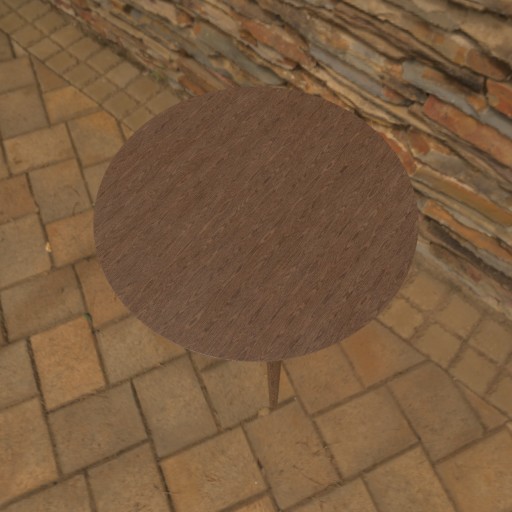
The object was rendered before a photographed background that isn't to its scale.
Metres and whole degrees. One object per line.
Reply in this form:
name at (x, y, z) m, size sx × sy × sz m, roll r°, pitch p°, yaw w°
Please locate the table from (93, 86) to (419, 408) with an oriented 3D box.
table at (0.000, 0.000, 1.803) m, size 1.053 × 0.786 × 1.053 m, roll 0°, pitch 63°, yaw 0°
